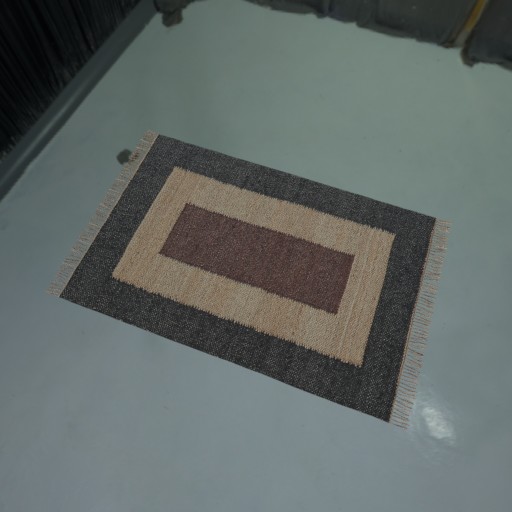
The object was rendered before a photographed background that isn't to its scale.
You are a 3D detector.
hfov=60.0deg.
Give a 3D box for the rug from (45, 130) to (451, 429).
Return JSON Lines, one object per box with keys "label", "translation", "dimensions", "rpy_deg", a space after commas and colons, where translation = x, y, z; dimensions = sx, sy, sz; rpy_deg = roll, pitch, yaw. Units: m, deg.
{"label": "rug", "translation": [0.000, 0.000, 2.513], "dimensions": [2.021, 0.027, 1.224], "rpy_deg": [19, 65, 9]}
